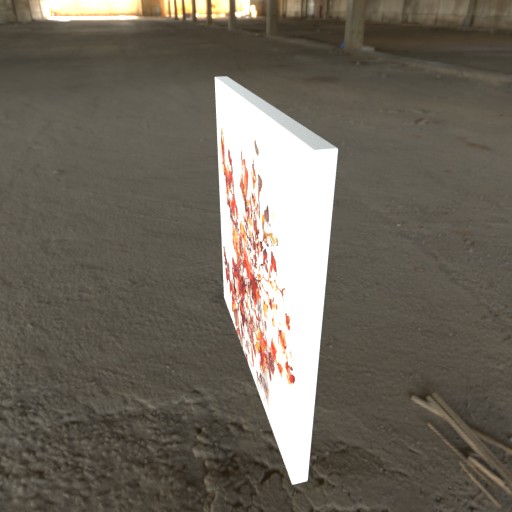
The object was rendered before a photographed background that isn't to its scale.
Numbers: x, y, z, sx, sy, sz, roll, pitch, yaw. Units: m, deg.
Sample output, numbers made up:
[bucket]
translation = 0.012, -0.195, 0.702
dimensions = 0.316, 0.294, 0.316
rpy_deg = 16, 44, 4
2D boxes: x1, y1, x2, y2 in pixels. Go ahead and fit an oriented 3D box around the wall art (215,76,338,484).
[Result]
[wall art]
translation = 0.000, 0.000, 1.125
dimensions = 0.037, 0.757, 0.757
rpy_deg = -8, 30, -13
